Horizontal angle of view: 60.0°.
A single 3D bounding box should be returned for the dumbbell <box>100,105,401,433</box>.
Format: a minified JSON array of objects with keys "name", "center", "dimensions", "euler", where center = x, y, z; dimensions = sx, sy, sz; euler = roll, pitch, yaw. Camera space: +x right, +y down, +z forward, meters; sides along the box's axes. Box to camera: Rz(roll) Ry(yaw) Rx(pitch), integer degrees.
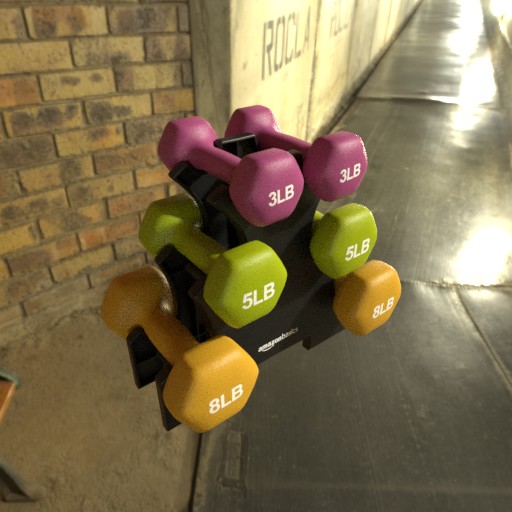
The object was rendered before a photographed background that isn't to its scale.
[{"name":"dumbbell","center":[0.000,0.000,0.469],"dimensions":[0.300,0.271,0.190],"euler":[-22,38,-31]}]
